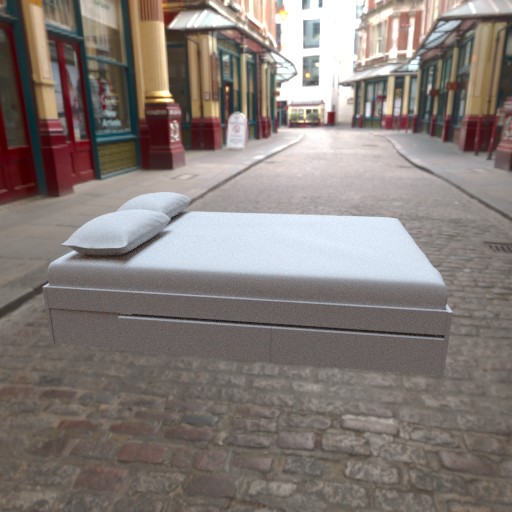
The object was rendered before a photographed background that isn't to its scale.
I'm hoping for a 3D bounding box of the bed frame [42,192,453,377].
[{"bbox_3d":[0.000,0.000,2.751,1.950,0.629,1.450,3,17,8],"label":"bed frame"}]
